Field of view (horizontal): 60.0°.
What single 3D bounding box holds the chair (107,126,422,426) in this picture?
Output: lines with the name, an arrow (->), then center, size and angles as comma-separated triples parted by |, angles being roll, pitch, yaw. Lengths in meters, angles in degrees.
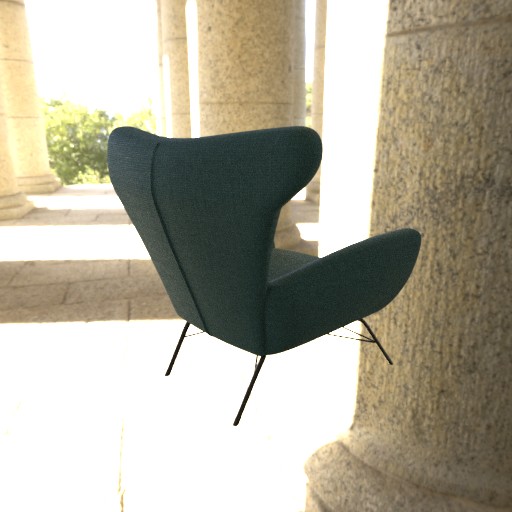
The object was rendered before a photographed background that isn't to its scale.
chair -> 0.000, 0.000, 1.742 | 0.900, 0.980, 1.050 | -15, 22, -42
